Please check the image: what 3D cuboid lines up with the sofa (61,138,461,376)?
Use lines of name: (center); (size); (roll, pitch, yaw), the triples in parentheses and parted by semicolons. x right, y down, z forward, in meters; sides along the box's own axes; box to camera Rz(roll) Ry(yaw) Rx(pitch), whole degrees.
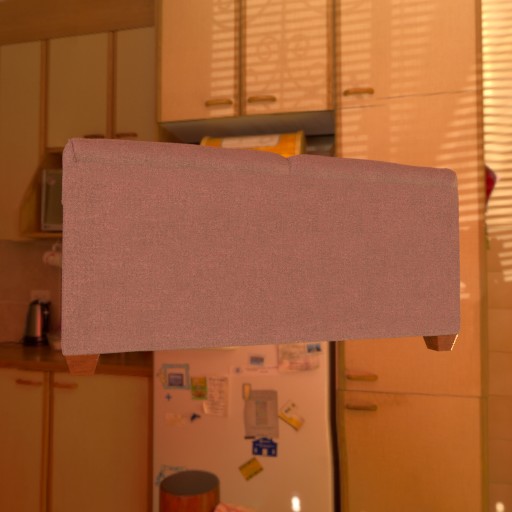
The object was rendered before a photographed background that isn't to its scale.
sofa: (0.000, 0.000, 2.391); (1.846, 0.958, 1.000); (1, -2, -18)
